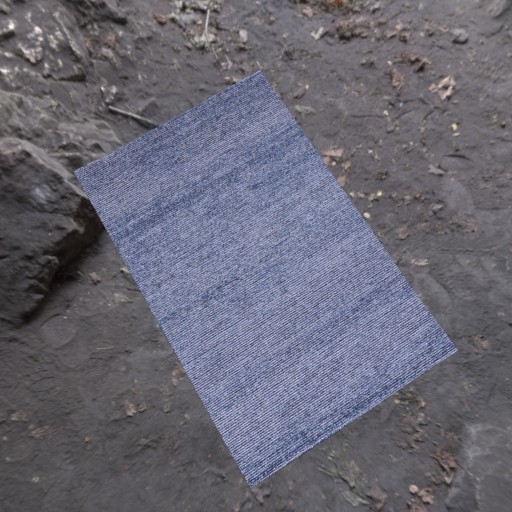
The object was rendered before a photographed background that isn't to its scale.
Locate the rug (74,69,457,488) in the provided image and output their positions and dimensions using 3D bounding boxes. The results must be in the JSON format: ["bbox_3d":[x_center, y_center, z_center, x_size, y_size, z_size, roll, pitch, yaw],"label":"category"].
[{"bbox_3d":[0.000,0.000,2.189,1.145,0.021,1.777,-31,79,-7],"label":"rug"}]
